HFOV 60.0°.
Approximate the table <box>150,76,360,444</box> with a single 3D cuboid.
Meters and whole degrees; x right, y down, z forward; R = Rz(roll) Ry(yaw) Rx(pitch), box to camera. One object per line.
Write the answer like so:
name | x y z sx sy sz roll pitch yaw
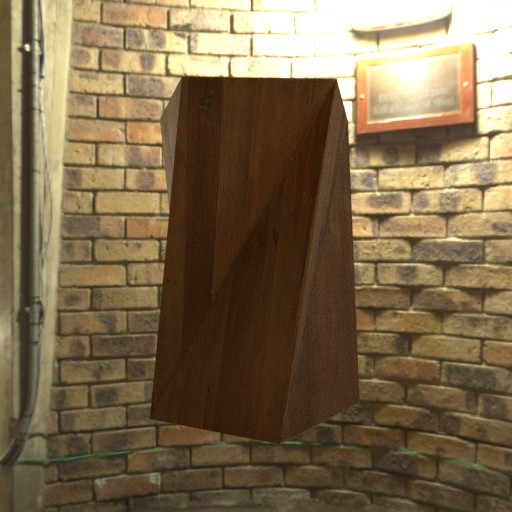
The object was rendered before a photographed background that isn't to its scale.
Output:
table | 0.000 0.000 0.923 0.441 0.604 0.425 0 1 -18
